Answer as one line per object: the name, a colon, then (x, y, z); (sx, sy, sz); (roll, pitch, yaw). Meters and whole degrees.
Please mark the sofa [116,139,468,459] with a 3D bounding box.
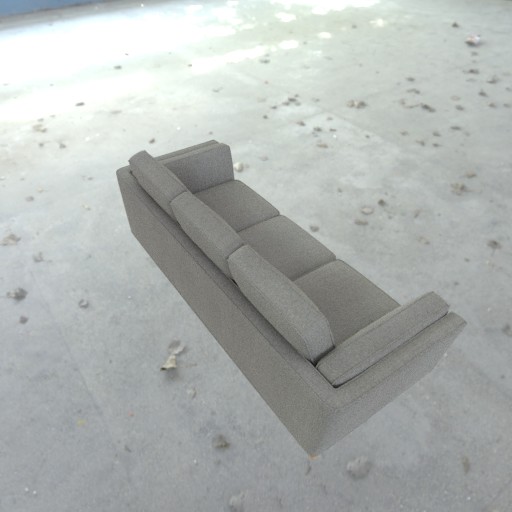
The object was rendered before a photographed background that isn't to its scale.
sofa: (0.000, 0.000, 2.812); (0.903, 0.899, 2.362); (-24, 46, -26)
